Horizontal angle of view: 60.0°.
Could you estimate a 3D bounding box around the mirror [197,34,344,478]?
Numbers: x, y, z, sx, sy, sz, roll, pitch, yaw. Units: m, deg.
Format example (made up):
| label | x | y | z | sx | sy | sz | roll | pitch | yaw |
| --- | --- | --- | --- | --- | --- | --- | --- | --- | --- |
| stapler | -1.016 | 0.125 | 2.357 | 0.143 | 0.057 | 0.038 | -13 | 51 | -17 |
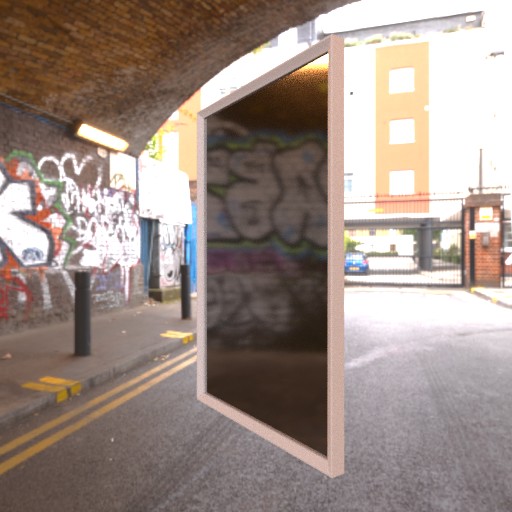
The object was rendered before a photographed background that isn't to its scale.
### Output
| label | x | y | z | sx | sy | sz | roll | pitch | yaw |
| --- | --- | --- | --- | --- | --- | --- | --- | --- | --- |
| mirror | 0.000 | 0.000 | 1.174 | 0.041 | 0.915 | 0.609 | 0 | 0 | -35 |
